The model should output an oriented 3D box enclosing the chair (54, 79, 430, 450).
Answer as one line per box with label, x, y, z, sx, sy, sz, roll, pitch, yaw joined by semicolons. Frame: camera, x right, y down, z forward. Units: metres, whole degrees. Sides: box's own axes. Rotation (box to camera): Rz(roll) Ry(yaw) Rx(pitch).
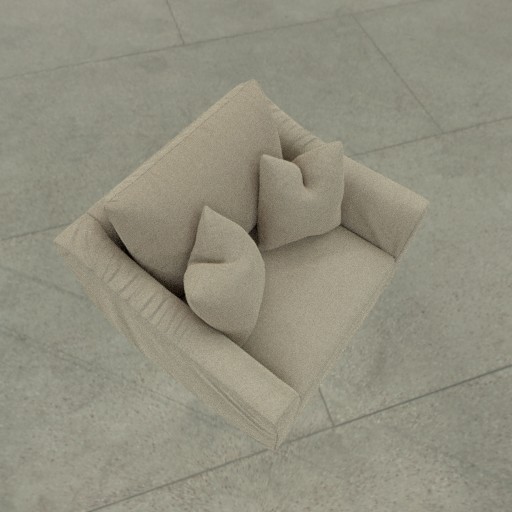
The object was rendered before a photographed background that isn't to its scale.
chair;0.000;0.000;2.027;1.071;1.093;1.194;33;64;18
